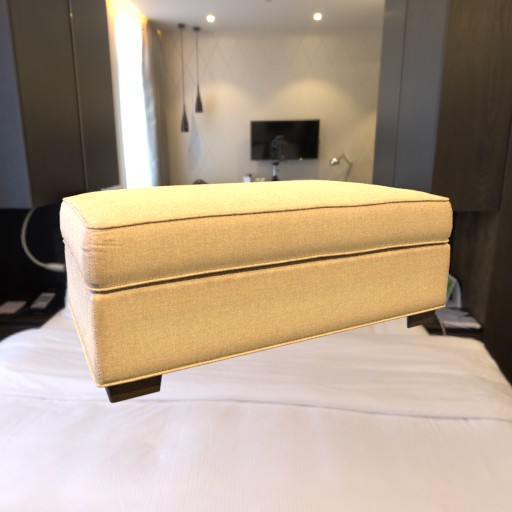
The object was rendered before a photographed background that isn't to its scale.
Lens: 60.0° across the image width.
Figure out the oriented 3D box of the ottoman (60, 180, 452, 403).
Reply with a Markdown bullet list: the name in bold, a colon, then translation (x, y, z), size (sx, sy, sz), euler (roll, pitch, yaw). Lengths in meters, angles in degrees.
- **ottoman**: translation (0.000, 0.000, 1.422), size (1.097, 0.448, 0.617), euler (-7, 16, -27)
